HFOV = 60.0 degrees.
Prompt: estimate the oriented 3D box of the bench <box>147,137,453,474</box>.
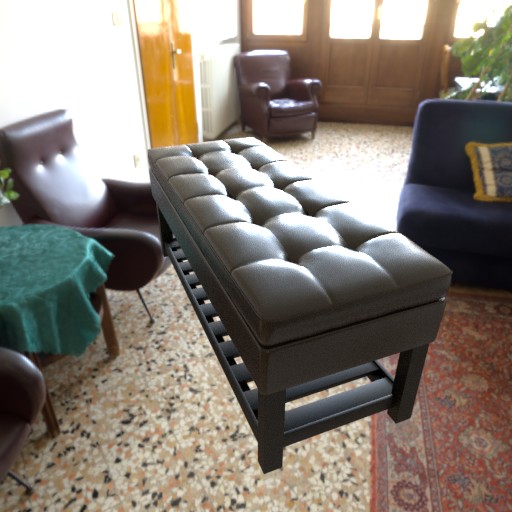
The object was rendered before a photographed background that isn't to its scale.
[{"bbox_3d":[0.000,0.000,1.366,0.432,0.460,1.105,-12,32,-19],"label":"bench"}]
